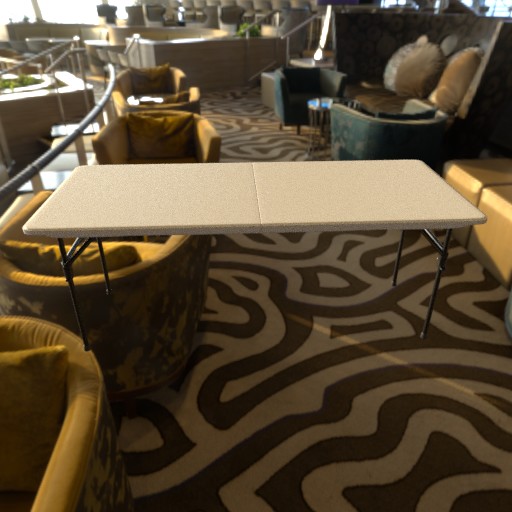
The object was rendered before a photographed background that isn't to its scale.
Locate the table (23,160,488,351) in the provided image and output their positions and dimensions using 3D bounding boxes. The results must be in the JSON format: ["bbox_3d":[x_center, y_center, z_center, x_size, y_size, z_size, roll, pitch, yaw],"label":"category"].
[{"bbox_3d":[0.000,0.000,2.212,1.829,0.719,0.761,-2,30,-3],"label":"table"}]
